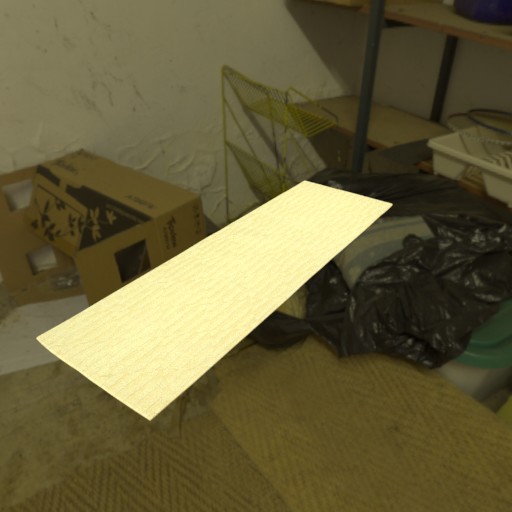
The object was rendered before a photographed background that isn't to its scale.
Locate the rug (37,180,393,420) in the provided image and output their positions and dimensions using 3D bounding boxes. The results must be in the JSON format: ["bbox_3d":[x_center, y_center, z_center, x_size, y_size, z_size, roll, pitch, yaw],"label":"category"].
[{"bbox_3d":[0.000,0.000,2.726,0.793,0.014,2.450,21,37,30],"label":"rug"}]
